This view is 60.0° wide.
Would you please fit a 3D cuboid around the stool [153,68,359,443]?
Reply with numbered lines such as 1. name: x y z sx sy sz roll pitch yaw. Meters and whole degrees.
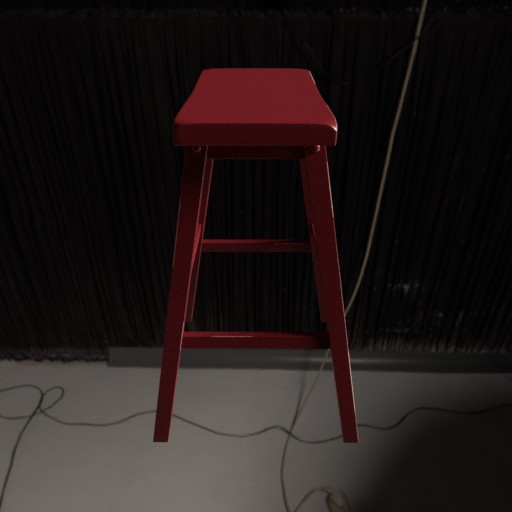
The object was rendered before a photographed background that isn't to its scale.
1. stool: 0.000 0.000 1.023 0.476 0.737 0.457 0 32 0
